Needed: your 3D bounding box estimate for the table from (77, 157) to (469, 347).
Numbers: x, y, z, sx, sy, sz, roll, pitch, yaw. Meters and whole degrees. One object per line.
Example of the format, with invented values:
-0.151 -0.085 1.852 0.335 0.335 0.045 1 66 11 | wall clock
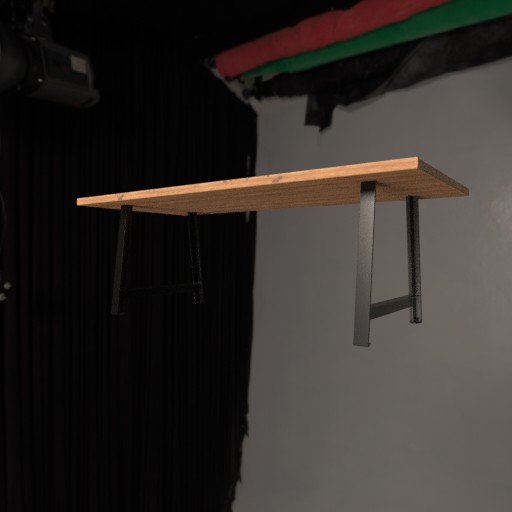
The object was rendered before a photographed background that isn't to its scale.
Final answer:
0.000 0.000 2.700 2.200 0.757 1.000 0 0 36 | table
